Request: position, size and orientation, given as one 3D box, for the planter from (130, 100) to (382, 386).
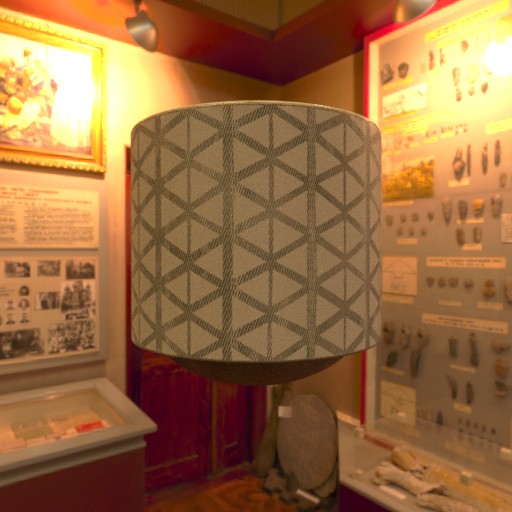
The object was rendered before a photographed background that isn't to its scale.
[{"bbox_3d":[0.000,0.000,0.350,0.190,0.181,0.190,0,1,0],"label":"planter"}]
